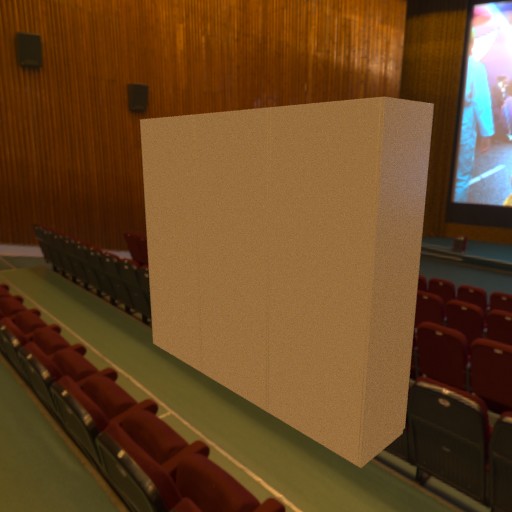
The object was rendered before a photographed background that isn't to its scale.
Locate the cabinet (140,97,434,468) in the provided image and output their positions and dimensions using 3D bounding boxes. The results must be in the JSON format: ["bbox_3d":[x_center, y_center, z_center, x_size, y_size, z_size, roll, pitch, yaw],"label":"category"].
[{"bbox_3d":[0.000,0.000,3.863,0.590,2.370,2.700,-12,18,-42],"label":"cabinet"}]
